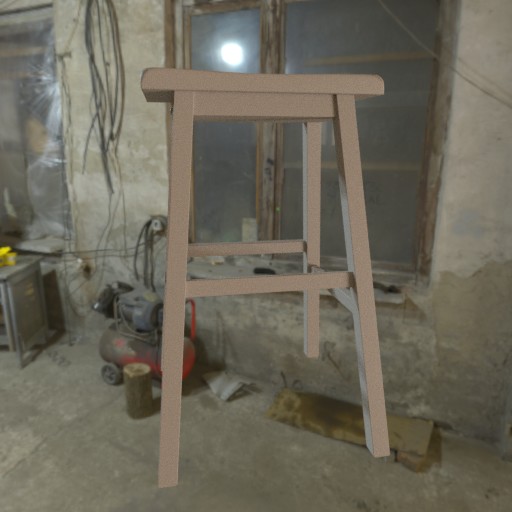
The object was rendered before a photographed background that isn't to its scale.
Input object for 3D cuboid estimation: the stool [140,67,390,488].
[{"bbox_3d":[0.000,0.000,0.990,0.457,0.737,0.476,-3,14,-11],"label":"stool"}]
